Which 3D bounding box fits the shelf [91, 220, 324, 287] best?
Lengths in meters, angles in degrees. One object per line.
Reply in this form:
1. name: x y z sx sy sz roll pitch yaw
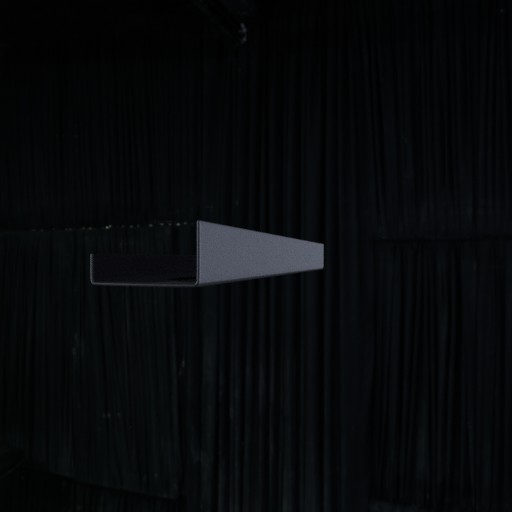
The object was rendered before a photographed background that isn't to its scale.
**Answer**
1. shelf: 0.000 0.000 0.647 0.102 0.053 0.605 0 0 18
